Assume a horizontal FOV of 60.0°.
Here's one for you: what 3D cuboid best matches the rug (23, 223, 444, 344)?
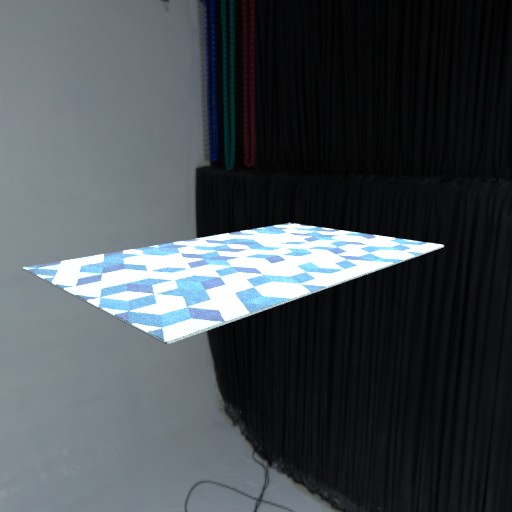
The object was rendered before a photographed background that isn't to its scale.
[{"bbox_3d":[0.000,0.000,2.972,1.518,0.015,2.438,13,18,43],"label":"rug"}]
